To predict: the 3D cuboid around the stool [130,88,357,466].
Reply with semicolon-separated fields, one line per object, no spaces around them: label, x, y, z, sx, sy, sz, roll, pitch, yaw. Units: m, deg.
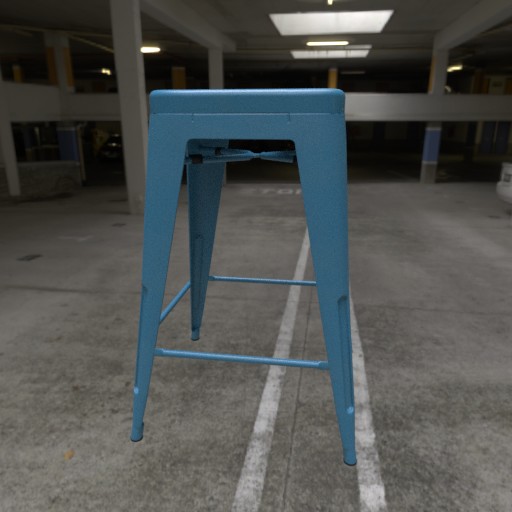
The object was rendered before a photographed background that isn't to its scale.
stool;0.000;0.000;0.884;0.410;0.608;0.410;3;18;8
